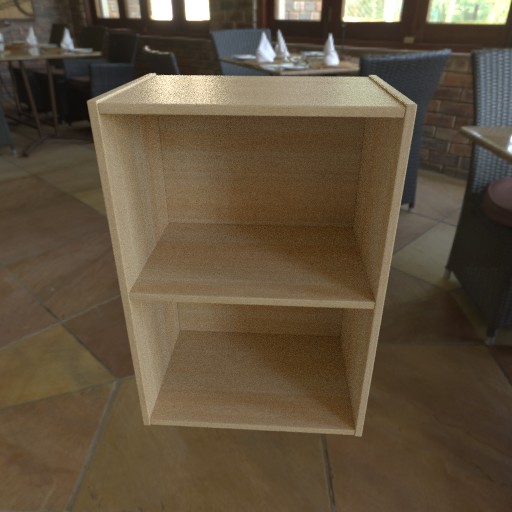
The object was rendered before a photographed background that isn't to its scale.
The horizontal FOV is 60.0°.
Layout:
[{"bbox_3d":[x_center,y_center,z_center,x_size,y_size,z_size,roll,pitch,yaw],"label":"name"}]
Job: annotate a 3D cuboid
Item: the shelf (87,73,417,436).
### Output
[{"bbox_3d":[0.000,0.000,0.818,0.414,0.592,0.290,2,29,3],"label":"shelf"}]
